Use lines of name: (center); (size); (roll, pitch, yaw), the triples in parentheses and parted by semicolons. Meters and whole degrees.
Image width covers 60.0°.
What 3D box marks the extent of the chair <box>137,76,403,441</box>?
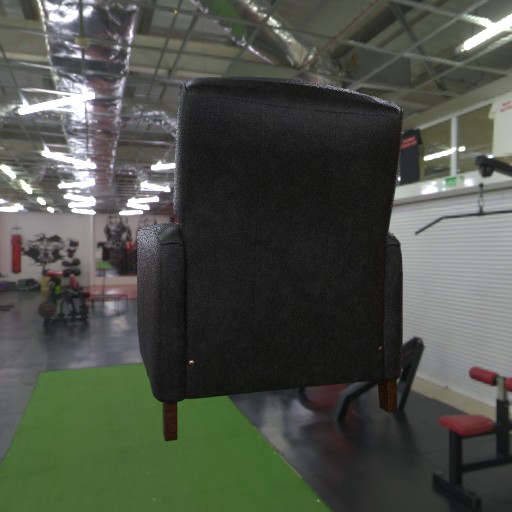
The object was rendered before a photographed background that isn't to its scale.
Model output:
chair: (0.000, 0.000, 1.654); (0.848, 1.014, 0.864); (0, 0, -18)
